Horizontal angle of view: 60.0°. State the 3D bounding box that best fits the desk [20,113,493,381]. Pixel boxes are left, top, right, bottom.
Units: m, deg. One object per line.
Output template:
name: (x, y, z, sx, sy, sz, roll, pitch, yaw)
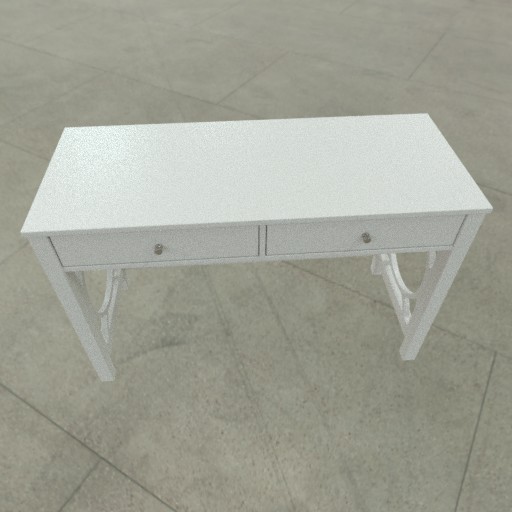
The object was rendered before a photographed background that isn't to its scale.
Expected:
desk: (0.000, 0.000, 1.552, 1.191, 0.762, 0.504, -3, 46, -3)
